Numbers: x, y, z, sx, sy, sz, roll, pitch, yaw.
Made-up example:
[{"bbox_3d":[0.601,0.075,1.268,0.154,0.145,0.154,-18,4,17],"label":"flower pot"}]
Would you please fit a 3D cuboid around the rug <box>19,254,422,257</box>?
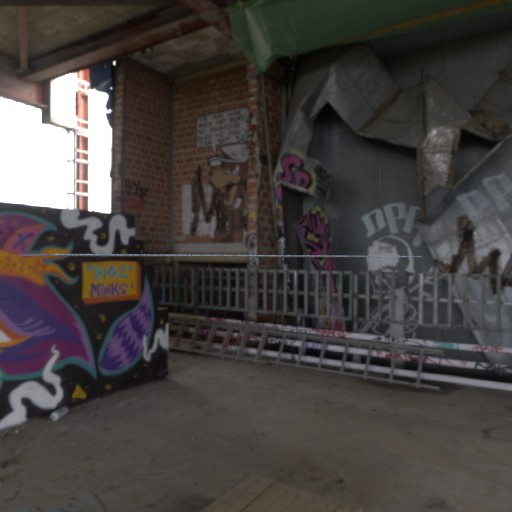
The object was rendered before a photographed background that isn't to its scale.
[{"bbox_3d":[0.000,0.000,2.665,2.443,0.008,0.688,0,0,-38],"label":"rug"}]
